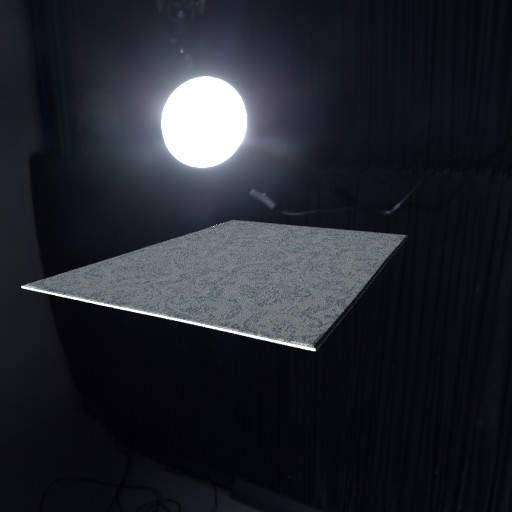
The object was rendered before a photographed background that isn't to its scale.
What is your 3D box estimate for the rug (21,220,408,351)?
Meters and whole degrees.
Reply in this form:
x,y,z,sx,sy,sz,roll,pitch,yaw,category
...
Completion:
x,y,z,sx,sy,sz,roll,pitch,yaw,category
0.000,0.000,2.873,1.586,0.014,2.197,7,16,26,rug
